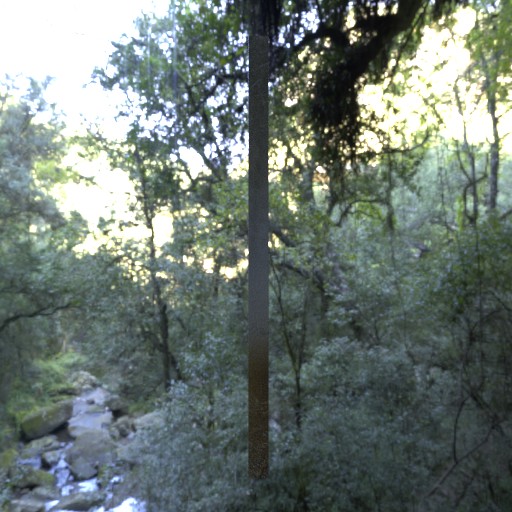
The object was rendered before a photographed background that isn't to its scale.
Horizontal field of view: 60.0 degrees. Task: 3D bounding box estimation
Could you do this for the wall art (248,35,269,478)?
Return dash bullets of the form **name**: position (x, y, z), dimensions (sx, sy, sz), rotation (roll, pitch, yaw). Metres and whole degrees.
- **wall art**: position (0.000, 0.000, 1.640), dimensions (0.051, 1.091, 1.092), rotation (0, 0, -1)
